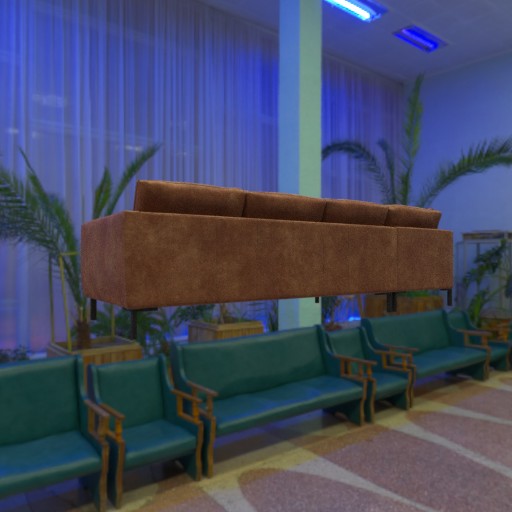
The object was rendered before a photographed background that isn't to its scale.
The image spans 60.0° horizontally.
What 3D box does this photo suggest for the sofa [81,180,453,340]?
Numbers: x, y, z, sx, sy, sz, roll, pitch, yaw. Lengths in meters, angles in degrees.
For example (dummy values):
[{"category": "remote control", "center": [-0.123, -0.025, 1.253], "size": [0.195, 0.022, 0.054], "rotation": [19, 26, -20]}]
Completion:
[{"category": "sofa", "center": [0.000, 0.000, 3.855], "size": [2.984, 0.877, 1.938], "rotation": [0, 0, -35]}]
